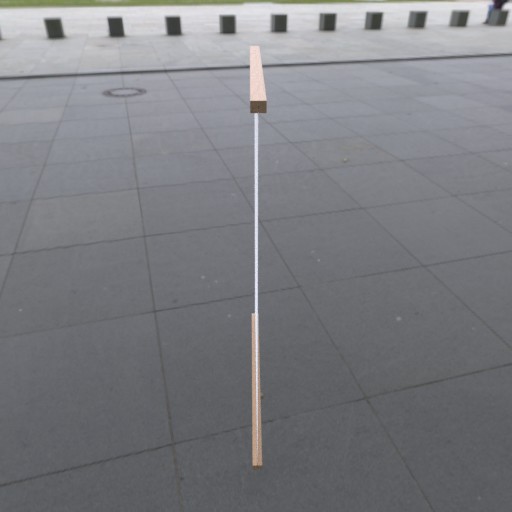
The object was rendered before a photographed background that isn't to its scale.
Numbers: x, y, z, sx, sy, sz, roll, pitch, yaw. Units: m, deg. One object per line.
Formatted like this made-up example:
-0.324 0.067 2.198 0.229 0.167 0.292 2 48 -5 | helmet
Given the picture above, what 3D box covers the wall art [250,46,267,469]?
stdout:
0.000 0.000 0.765 0.016 0.611 0.401 0 32 -1 | wall art
